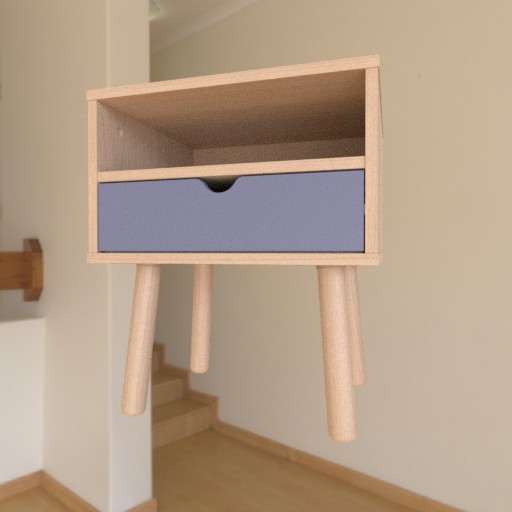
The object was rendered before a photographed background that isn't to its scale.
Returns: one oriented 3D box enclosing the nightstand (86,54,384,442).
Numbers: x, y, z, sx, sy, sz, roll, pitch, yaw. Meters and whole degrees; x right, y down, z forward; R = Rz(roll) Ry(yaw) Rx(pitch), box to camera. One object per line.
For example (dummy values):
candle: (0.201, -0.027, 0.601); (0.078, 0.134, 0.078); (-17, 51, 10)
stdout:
nightstand: (0.000, 0.000, 0.826); (0.450, 0.530, 0.380); (0, 1, 17)
